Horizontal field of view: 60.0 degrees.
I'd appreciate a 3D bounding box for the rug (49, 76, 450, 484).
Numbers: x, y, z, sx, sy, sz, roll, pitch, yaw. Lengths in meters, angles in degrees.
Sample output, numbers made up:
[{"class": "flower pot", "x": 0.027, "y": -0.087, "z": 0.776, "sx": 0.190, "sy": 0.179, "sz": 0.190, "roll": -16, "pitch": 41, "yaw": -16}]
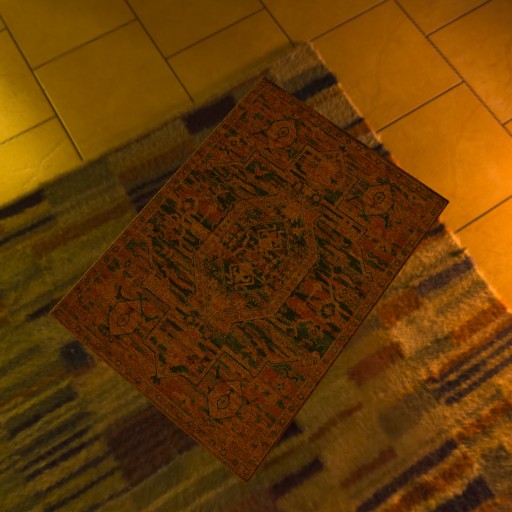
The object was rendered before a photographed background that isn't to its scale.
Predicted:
[{"class": "rug", "x": 0.000, "y": 0.000, "z": 2.883, "sx": 1.588, "sy": 0.024, "sz": 2.204, "roll": 37, "pitch": 78, "yaw": 9}]
